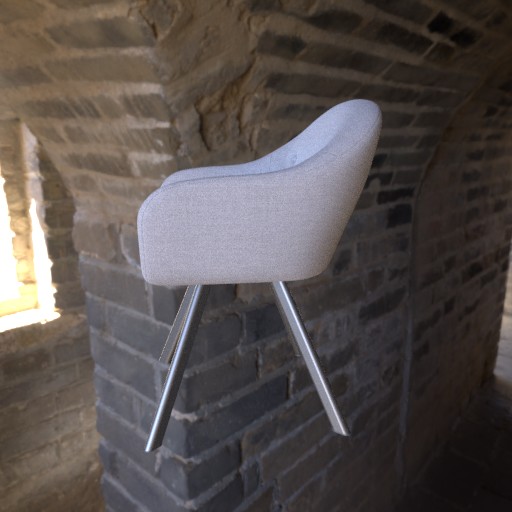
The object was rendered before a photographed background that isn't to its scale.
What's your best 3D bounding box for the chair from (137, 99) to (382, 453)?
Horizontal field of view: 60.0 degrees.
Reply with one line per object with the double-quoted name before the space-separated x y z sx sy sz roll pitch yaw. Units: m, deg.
"chair" 0.000 0.000 1.161 0.570 0.780 0.540 -2 13 -7
